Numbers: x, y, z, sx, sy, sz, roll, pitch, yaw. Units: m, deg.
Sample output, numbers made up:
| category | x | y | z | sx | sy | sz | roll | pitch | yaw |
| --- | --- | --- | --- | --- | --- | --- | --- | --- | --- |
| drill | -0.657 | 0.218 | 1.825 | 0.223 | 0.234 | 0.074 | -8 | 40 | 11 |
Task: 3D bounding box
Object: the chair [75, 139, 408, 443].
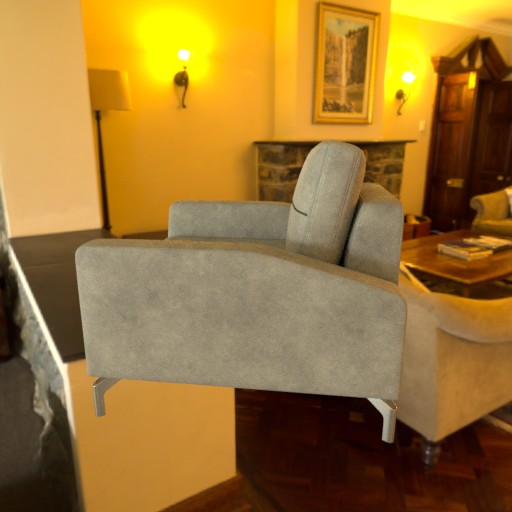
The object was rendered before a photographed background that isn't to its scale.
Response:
| category | x | y | z | sx | sy | sz | roll | pitch | yaw |
| --- | --- | --- | --- | --- | --- | --- | --- | --- | --- |
| chair | 0.000 | 0.000 | 1.583 | 0.900 | 0.800 | 0.900 | 2 | 15 | 8 |
